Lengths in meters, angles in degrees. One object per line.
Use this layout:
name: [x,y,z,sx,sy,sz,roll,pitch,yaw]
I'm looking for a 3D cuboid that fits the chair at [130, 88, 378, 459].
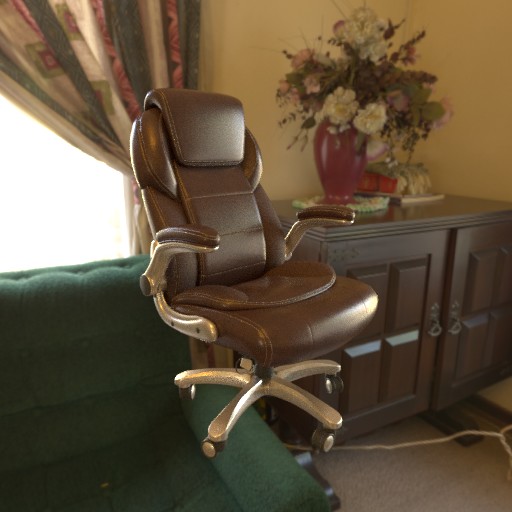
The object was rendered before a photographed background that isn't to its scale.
chair: [0.000,0.000,1.570,0.733,1.160,0.774,-13,19,-43]
